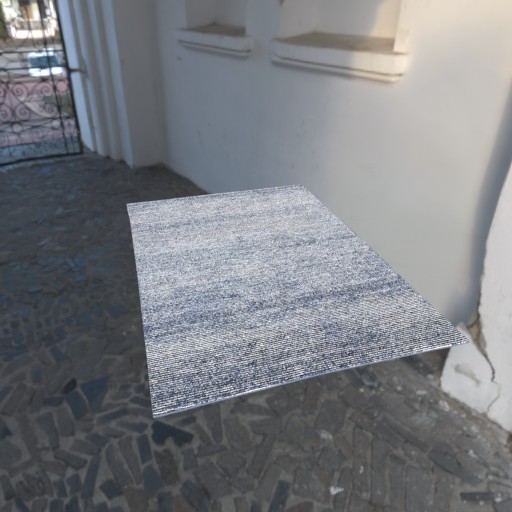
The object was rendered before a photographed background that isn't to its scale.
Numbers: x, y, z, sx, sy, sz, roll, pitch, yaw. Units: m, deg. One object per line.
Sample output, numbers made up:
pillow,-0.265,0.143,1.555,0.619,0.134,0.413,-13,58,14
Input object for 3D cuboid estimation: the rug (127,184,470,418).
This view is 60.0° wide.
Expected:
rug,0.000,0.000,3.053,1.624,0.030,2.349,-9,31,-14
